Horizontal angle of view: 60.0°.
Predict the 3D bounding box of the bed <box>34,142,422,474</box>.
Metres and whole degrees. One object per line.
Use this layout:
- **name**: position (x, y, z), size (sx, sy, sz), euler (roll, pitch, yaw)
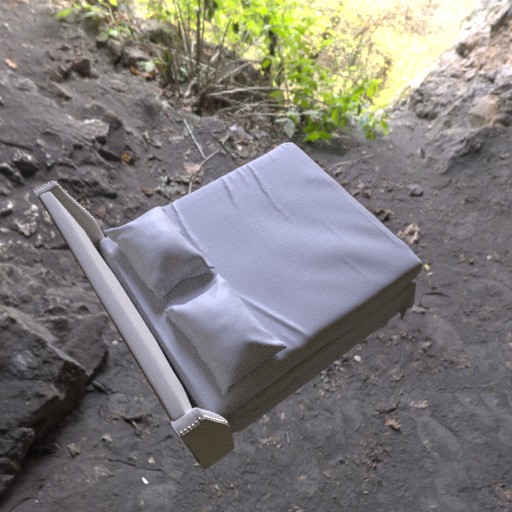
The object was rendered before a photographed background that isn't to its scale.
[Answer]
- **bed**: position (0.000, 0.000, 3.389), size (2.276, 1.332, 1.925), euler (-31, 63, -18)
